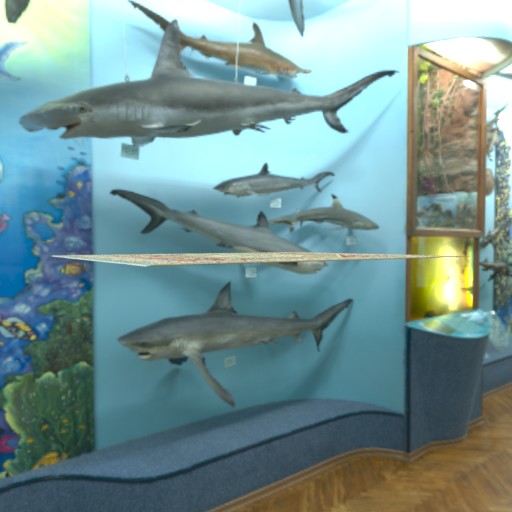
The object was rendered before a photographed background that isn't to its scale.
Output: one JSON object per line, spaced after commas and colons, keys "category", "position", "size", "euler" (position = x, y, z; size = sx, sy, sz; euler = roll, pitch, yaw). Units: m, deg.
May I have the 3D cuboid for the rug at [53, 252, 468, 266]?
{"category": "rug", "position": [0.000, 0.000, 4.175], "size": [3.143, 0.008, 2.451], "euler": [-1, 2, -35]}
